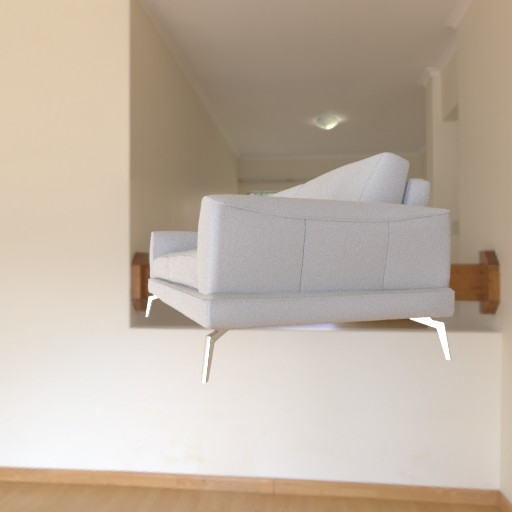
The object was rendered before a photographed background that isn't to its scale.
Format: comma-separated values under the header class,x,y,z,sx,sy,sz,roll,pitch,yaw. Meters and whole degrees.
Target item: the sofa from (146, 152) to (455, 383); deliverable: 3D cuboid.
class,x,y,z,sx,sy,sz,roll,pitch,yaw
sofa,0.000,0.000,2.676,1.121,0.930,2.177,0,-1,-19
